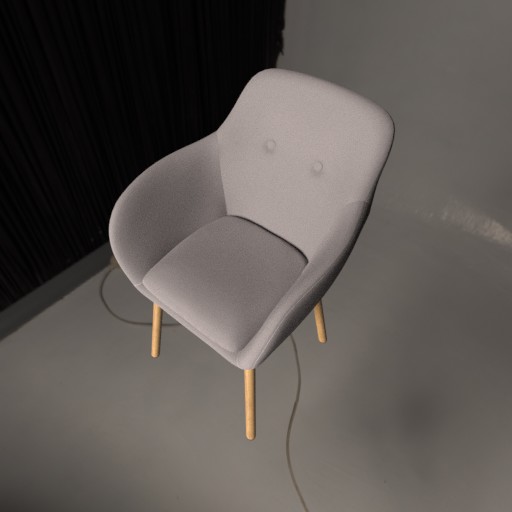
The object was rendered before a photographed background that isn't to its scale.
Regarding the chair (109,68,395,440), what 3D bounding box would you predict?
[{"bbox_3d":[0.000,0.000,1.272,0.570,0.830,0.590,32,55,26],"label":"chair"}]
